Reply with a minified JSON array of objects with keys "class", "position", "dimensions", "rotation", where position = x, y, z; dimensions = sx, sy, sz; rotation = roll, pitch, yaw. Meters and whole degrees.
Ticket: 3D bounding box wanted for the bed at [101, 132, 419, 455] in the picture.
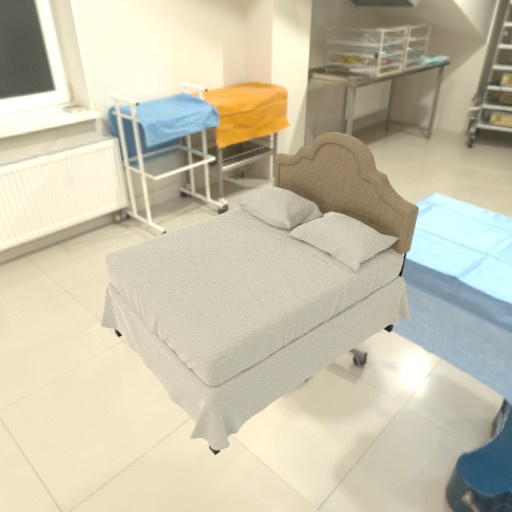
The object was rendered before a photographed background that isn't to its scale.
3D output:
[{"class":"bed","position":[0.000,0.000,3.599],"dimensions":[2.222,1.634,1.780],"rotation":[-24,39,-33]}]
